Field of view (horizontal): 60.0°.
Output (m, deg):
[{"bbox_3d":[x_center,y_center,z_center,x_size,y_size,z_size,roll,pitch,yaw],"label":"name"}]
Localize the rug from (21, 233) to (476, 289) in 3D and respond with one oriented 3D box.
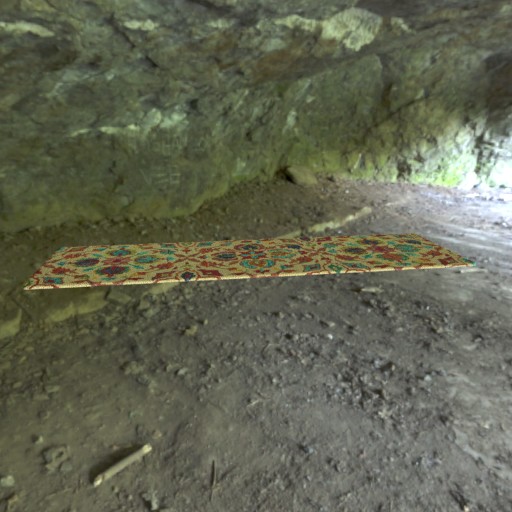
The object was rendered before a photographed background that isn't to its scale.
[{"bbox_3d":[0.000,0.000,2.497,2.273,0.016,0.693,-3,17,-9],"label":"rug"}]
